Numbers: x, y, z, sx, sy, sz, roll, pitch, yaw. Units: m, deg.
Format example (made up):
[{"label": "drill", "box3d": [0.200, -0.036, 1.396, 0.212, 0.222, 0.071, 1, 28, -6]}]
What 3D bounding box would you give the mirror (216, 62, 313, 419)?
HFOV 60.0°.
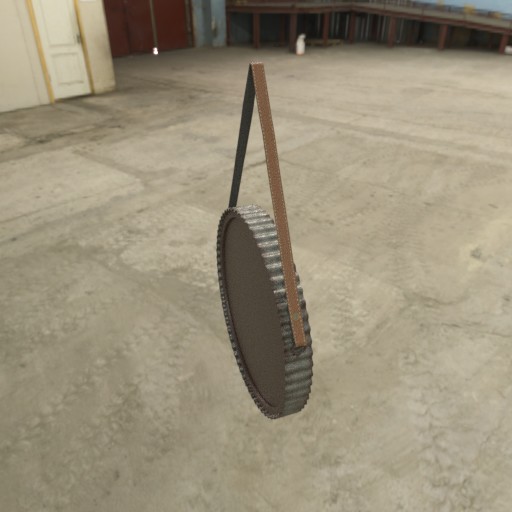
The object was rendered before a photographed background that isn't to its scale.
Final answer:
[{"label": "mirror", "box3d": [0.000, 0.000, 0.703, 0.042, 0.568, 0.355, -11, 32, -17]}]
